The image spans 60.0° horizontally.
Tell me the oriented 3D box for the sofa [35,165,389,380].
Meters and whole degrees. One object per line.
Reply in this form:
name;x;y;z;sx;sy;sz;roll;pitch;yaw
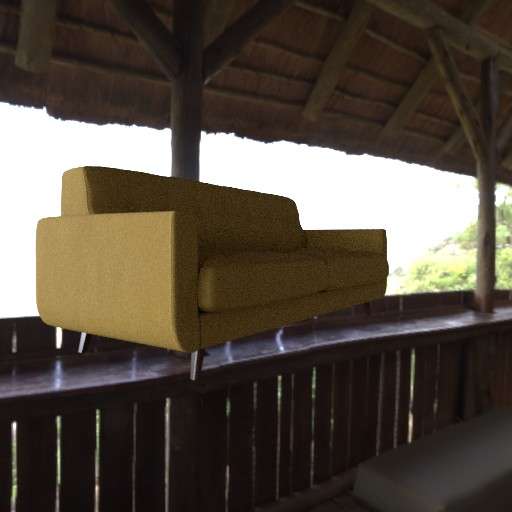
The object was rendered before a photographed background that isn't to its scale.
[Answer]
sofa;0.000;0.000;2.471;0.909;0.841;2.029;1;2;35
